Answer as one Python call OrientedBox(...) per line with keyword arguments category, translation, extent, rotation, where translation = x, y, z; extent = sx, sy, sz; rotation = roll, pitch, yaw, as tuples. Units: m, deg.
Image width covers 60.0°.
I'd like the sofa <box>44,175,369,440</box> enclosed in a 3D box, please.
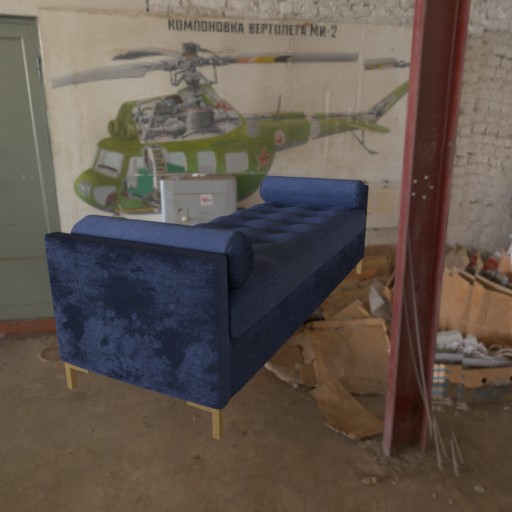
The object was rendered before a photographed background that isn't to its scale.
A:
OrientedBox(category="sofa", translation=(0.000, 0.000, 2.477), extent=(0.796, 0.705, 2.102), rotation=(8, 18, 25))
